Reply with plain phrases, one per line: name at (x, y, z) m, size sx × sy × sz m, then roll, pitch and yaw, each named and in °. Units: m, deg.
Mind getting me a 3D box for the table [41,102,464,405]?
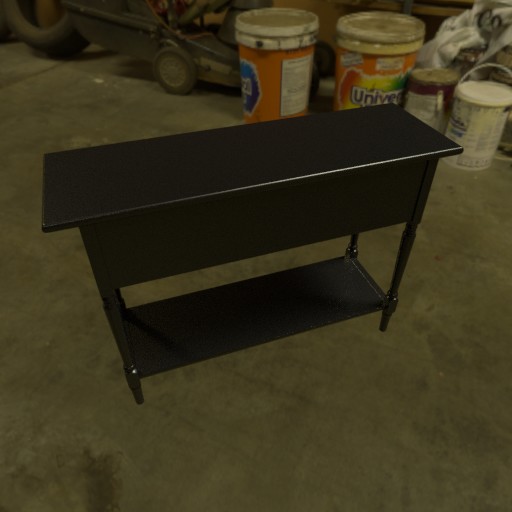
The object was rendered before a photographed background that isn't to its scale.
table at (0.000, 0.000, 1.575) m, size 1.191 × 0.819 × 0.386 m, roll -13°, pitch 42°, yaw -15°
